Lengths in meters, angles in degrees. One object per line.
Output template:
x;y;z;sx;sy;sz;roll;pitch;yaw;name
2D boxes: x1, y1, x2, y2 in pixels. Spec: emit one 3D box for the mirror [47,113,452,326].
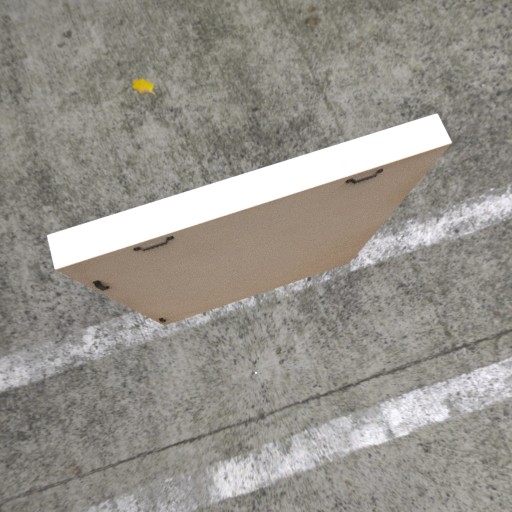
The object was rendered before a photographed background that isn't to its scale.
0.000;0.000;0.677;0.405;0.508;0.041;-18;76;-5;mirror
